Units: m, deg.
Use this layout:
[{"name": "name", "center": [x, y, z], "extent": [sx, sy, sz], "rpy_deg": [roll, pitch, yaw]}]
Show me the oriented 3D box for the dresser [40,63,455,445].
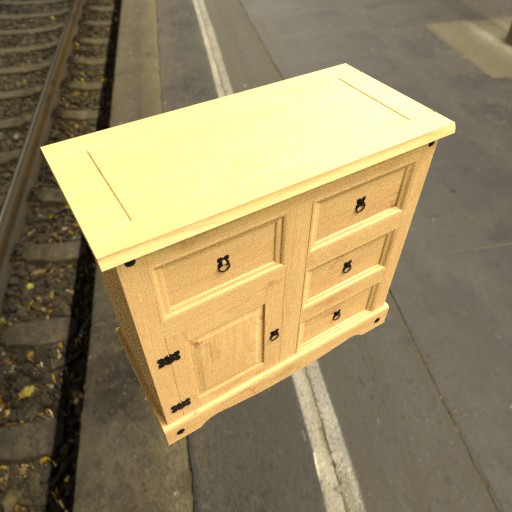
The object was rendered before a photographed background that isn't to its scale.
[{"name": "dresser", "center": [0.000, 0.000, 1.369], "extent": [0.915, 0.835, 0.440], "rpy_deg": [-24, 50, -22]}]
